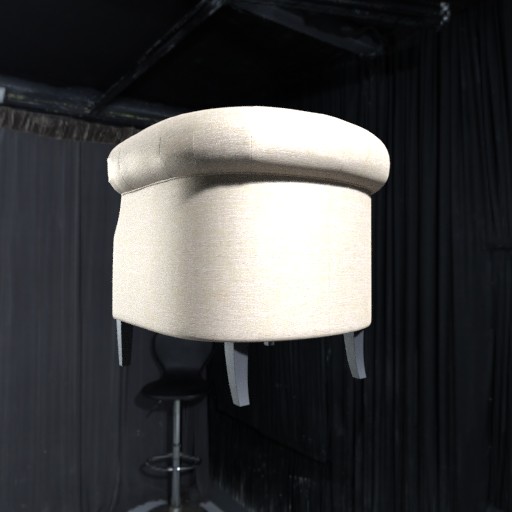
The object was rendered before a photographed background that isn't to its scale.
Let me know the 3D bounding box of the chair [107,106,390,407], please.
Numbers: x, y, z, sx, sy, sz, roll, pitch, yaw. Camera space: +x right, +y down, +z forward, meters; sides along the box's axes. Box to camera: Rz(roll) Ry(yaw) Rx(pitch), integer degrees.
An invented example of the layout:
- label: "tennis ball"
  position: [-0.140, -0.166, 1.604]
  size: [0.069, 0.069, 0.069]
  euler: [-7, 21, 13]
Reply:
- label: "chair"
  position: [0.000, 0.000, 1.585]
  size: [0.905, 0.827, 0.852]
  euler: [0, -1, -36]
